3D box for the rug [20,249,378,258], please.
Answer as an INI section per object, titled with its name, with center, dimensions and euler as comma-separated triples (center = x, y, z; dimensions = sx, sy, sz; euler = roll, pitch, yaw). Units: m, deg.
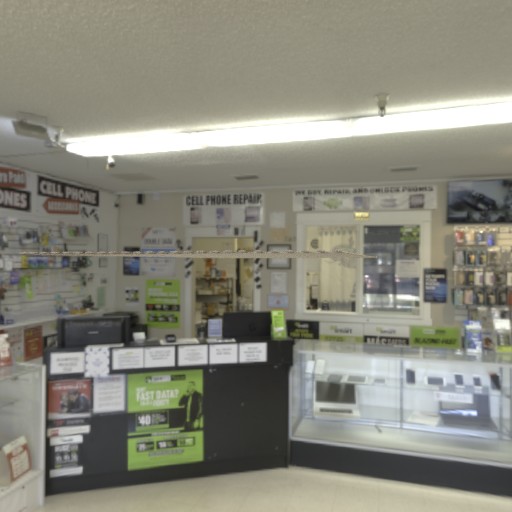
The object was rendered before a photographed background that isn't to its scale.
[rug]
center = 0.000, 0.000, 2.492
dimensions = 1.229, 0.011, 2.096
euler = 0, -1, 18
